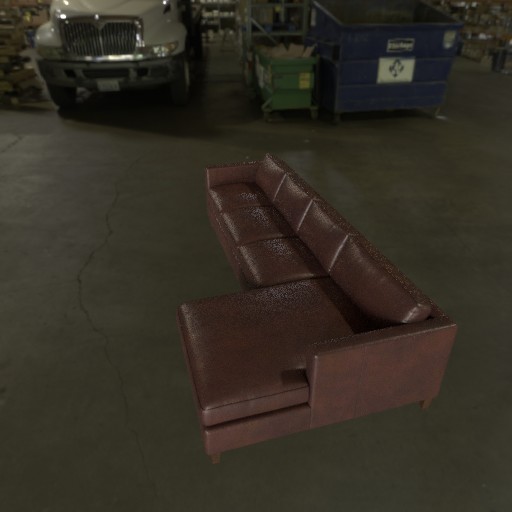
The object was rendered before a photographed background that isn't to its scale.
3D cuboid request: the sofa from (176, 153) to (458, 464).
[{"bbox_3d":[0.000,0.000,3.900,1.581,0.883,3.203,-9,32,-14],"label":"sofa"}]
